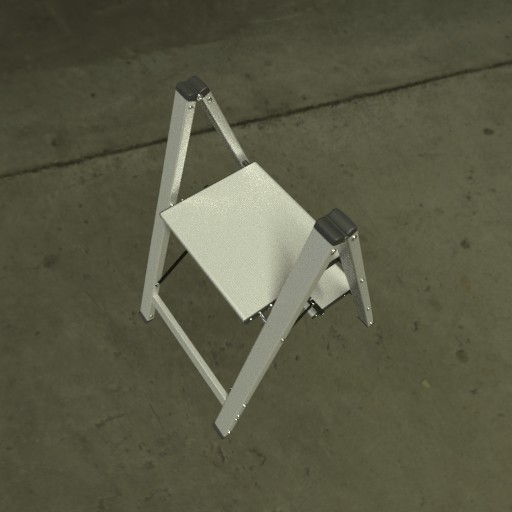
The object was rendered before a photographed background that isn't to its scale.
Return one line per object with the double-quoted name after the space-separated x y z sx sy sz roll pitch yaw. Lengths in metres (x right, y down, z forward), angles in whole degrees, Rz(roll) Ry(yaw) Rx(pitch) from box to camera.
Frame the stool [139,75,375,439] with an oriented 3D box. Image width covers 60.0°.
0.000 0.000 1.005 0.535 0.670 0.440 -32 63 -19 "stool"
